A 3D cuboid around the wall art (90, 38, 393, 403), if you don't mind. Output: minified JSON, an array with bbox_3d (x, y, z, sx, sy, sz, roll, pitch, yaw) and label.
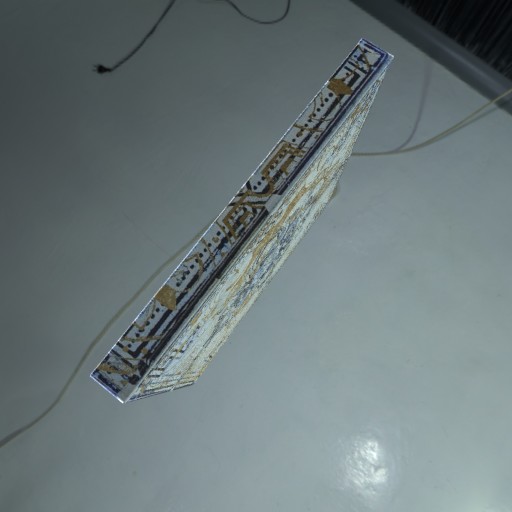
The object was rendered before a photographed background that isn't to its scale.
[{"bbox_3d":[0.000,0.000,0.602,0.038,0.410,0.411,36,79,8],"label":"wall art"}]
